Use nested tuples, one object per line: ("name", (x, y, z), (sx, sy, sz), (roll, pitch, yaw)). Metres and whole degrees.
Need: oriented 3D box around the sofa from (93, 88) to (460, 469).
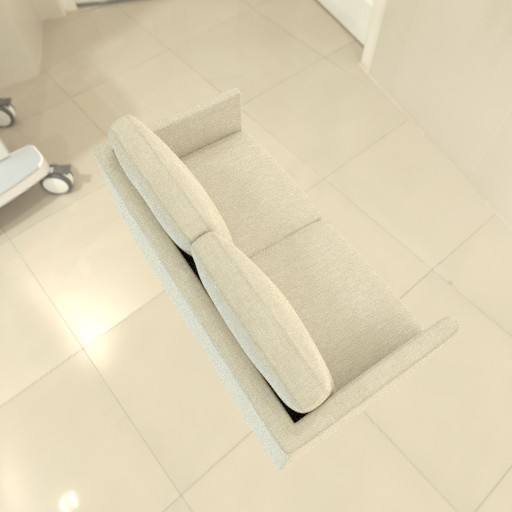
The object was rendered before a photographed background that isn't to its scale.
("sofa", (0.000, 0.000, 2.373), (0.950, 0.963, 1.838), (-30, 64, -16))
